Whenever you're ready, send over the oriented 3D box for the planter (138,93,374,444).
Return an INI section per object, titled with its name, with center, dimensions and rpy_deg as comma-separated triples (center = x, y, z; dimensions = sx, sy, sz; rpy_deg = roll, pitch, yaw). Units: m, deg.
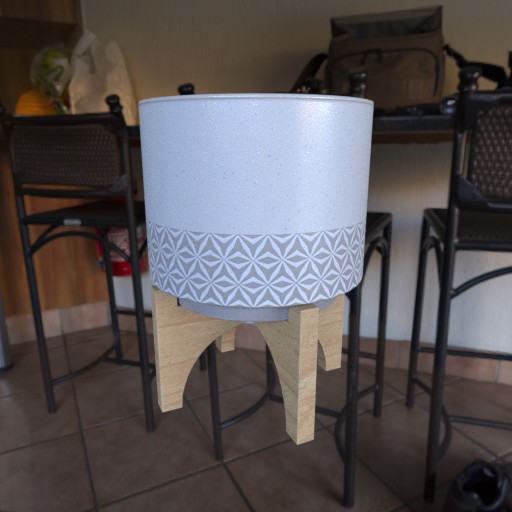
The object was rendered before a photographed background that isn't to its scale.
[planter]
center = 0.000, 0.000, 0.527
dimensions = 0.249, 0.343, 0.249
rpy_deg = 0, 15, 0
